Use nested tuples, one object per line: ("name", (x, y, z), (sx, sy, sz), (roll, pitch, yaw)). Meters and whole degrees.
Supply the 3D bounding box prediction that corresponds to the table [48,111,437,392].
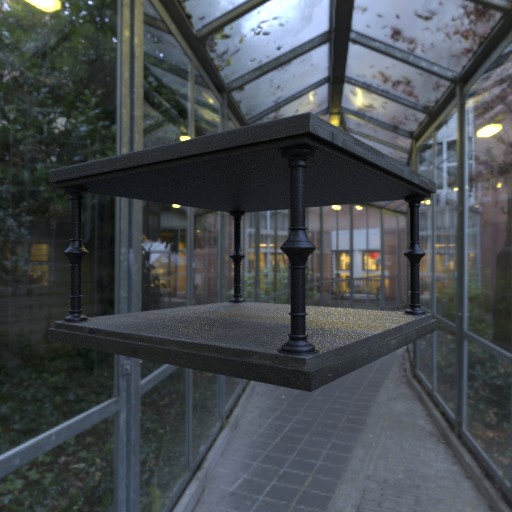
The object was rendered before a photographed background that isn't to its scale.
("table", (0.000, 0.000, 1.116), (0.696, 0.400, 0.696), (-1, -1, 36))
